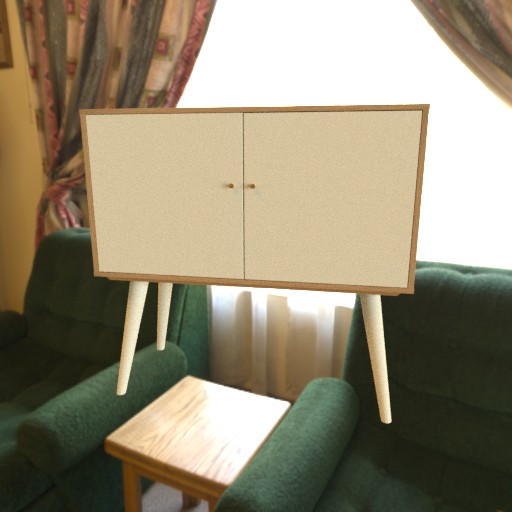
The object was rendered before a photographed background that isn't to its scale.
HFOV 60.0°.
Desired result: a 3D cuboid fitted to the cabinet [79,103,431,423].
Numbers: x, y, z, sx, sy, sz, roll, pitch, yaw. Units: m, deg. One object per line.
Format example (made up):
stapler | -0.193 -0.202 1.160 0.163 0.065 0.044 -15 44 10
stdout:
cabinet | 0.000 0.000 1.643 1.057 1.016 0.470 3 14 10
